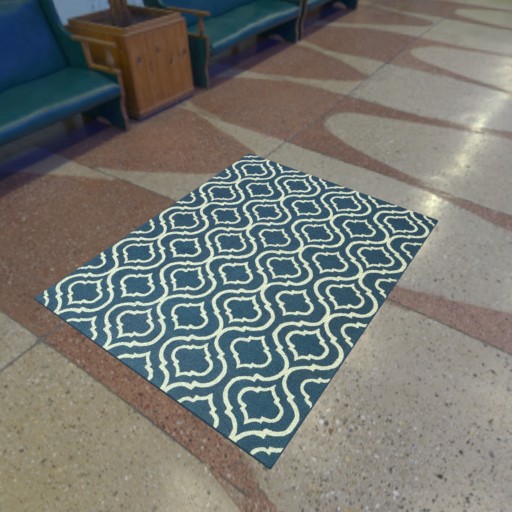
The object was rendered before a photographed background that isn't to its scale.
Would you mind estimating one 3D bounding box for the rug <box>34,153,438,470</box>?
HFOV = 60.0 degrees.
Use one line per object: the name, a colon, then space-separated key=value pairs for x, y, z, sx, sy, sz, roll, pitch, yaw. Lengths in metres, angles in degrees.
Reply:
rug: x=0.000 y=0.000 z=3.892 sx=2.270 sy=0.020 sz=2.881 roll=25 pitch=48 yaw=26
